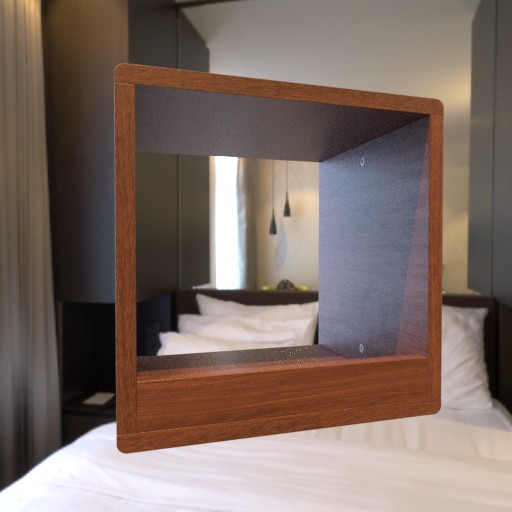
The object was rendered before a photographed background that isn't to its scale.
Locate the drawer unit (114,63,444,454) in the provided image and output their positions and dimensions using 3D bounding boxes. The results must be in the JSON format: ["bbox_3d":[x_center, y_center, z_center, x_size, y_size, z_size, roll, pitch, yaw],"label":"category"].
[{"bbox_3d":[0.000,0.000,0.585,0.349,0.351,0.290,0,1,-17],"label":"drawer unit"}]
